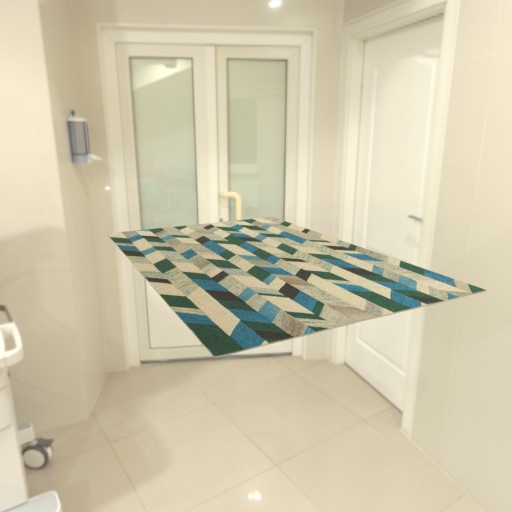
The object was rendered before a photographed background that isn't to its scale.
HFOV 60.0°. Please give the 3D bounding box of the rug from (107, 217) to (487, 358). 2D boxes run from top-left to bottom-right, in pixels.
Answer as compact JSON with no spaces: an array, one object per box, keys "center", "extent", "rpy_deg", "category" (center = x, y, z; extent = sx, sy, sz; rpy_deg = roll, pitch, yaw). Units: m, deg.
[{"center":[0.000,0.000,2.341],"extent":[1.229,0.005,1.827],"rpy_deg":[-8,18,-26],"category":"rug"}]
